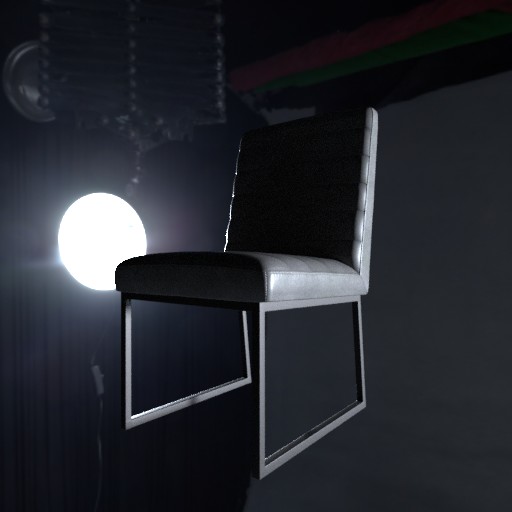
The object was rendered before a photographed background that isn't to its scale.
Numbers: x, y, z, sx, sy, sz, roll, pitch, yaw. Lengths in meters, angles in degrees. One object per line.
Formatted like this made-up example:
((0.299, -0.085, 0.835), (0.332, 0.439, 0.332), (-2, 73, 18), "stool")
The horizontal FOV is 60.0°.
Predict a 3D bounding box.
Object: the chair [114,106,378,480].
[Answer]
((0.000, 0.000, 1.295), (0.520, 0.930, 0.634), (0, 0, 37), "chair")
